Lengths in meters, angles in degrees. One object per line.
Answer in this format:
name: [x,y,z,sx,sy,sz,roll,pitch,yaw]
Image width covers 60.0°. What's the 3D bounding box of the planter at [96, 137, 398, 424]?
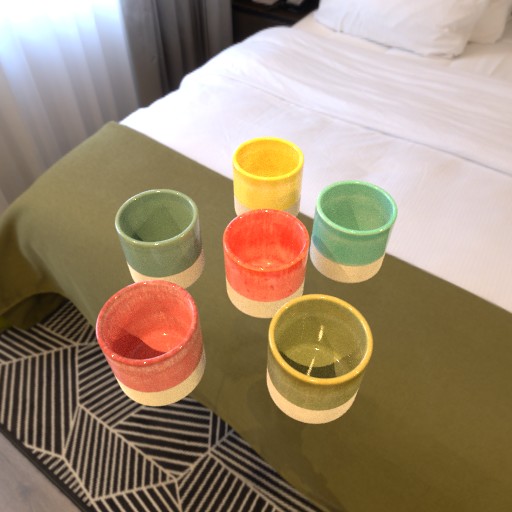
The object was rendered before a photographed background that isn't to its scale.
planter: [0.000,0.000,0.419,0.257,0.075,0.286,3,48,3]
